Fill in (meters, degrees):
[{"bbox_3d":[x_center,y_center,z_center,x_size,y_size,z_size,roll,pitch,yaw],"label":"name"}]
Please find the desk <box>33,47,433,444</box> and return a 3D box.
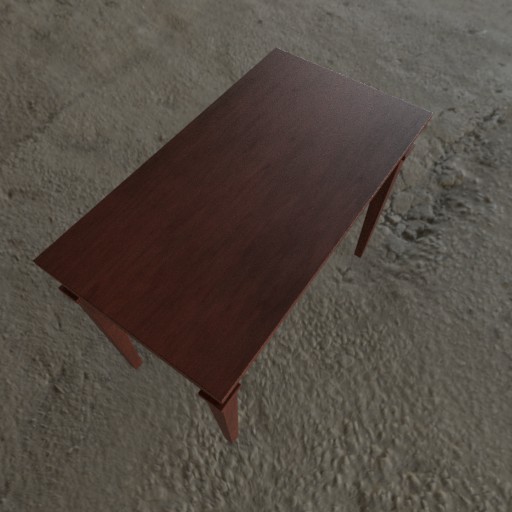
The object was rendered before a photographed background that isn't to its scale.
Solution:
[{"bbox_3d":[0.000,0.000,1.471,0.549,0.762,1.001,31,63,18],"label":"desk"}]
